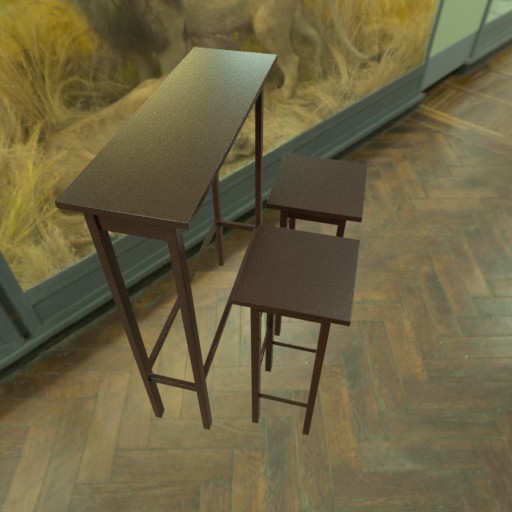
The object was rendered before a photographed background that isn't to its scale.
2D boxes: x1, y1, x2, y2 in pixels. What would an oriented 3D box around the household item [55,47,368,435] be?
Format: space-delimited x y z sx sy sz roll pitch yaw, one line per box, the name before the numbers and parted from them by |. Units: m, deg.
household item | 0.000 0.000 1.593 0.676 1.067 0.914 10 46 10
